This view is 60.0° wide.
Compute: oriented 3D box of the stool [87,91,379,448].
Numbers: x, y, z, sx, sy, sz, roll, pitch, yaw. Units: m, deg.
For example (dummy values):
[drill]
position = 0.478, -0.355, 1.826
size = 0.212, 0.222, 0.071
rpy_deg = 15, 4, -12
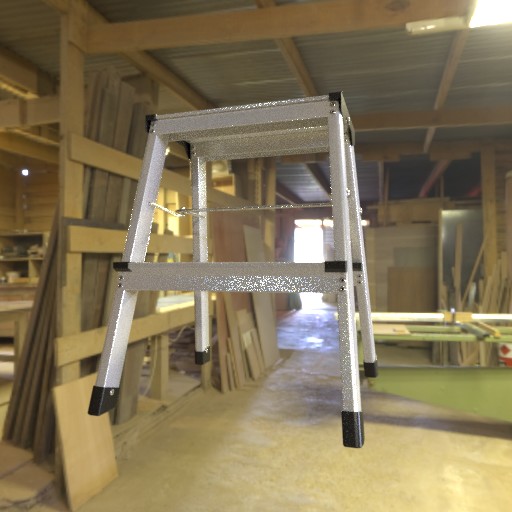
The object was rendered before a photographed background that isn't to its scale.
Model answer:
[stool]
position = 0.000, 0.000, 0.796
size = 0.404, 0.480, 0.405
rpy_deg = 0, -1, 18
